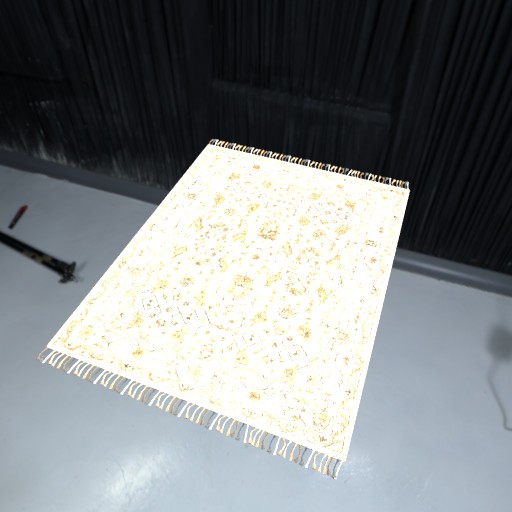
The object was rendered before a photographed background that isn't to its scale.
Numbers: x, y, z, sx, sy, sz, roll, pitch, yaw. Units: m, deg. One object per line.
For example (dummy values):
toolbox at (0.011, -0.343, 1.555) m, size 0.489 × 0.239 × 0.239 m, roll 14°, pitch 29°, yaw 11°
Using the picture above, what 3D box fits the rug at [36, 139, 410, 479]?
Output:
rug at (0.000, 0.000, 2.200) m, size 1.278 × 0.009 × 1.726 m, roll 16°, pitch 50°, yaw 14°
